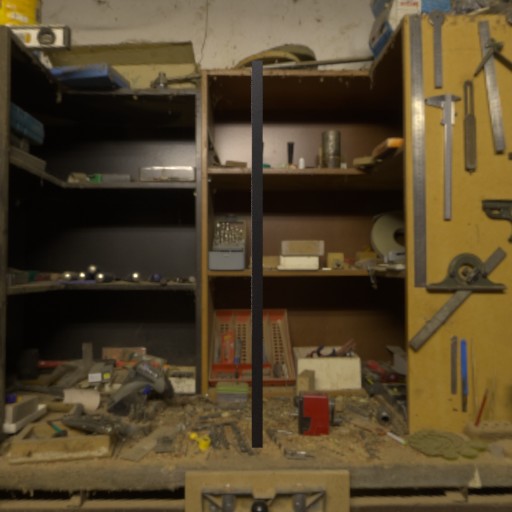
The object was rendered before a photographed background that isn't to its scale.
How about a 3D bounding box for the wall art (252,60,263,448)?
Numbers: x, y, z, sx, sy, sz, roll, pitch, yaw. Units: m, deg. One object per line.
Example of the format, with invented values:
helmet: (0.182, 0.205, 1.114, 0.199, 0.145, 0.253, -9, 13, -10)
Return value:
wall art: (0.000, 0.000, 1.235, 0.019, 0.660, 0.957, 0, -1, 0)
